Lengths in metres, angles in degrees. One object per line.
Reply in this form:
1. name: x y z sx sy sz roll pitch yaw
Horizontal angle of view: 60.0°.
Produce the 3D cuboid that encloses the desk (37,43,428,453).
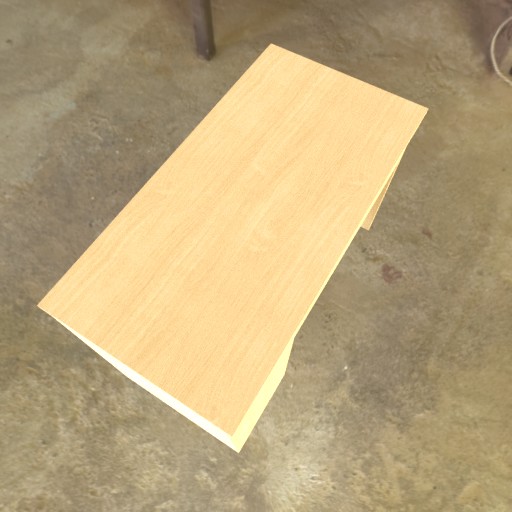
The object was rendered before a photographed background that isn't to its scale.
1. desk: 0.000 0.000 1.537 0.560 0.735 1.097 29 67 14
